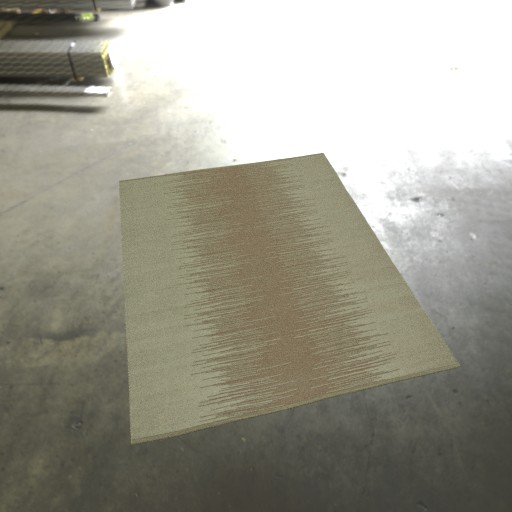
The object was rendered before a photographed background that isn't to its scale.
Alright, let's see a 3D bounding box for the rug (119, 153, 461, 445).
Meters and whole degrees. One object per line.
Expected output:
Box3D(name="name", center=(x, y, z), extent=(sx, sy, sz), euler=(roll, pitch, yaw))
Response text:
Box3D(name="rug", center=(0.000, 0.000, 4.163), extent=(2.438, 0.013, 3.048), euler=(-10, 46, -10))
